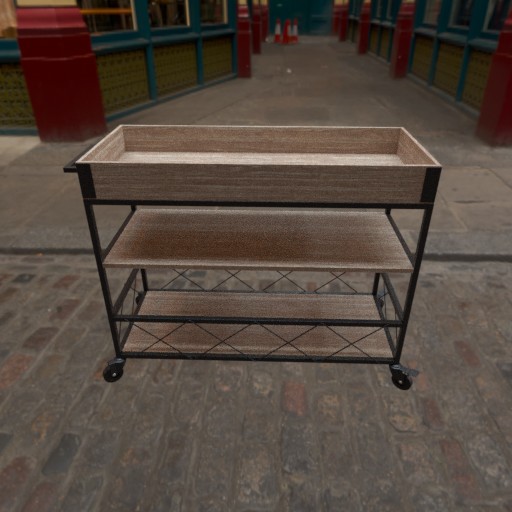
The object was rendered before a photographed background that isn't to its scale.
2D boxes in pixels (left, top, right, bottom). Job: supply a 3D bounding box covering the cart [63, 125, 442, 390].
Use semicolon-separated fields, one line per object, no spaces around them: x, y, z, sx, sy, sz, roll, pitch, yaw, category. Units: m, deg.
0.000;0.000;1.529;1.101;0.787;0.500;1;30;2;cart
